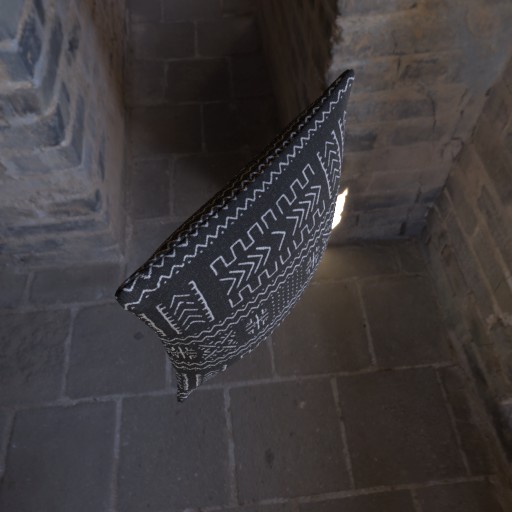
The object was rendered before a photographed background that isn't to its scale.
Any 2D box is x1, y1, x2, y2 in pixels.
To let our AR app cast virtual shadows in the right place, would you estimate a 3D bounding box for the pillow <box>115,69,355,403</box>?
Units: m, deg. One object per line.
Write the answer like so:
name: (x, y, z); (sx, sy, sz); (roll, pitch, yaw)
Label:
pillow: (0.000, 0.000, 0.685); (0.164, 0.430, 0.438); (33, 64, 18)
